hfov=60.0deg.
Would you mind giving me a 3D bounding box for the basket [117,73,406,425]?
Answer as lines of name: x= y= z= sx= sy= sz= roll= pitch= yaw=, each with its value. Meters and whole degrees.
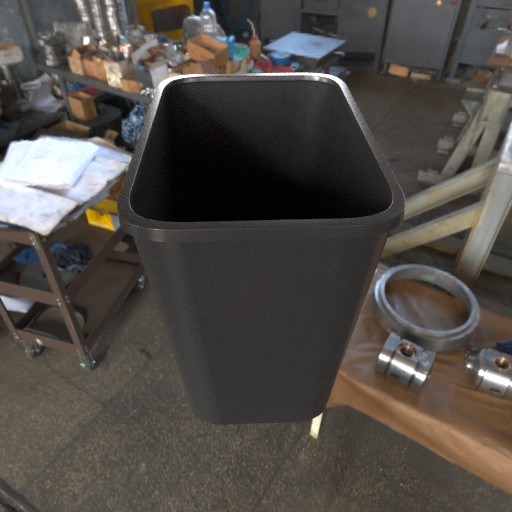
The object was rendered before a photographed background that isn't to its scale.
basket: x=0.000 y=0.000 z=0.506 sx=0.211 sy=0.307 sz=0.300 roll=-1 pitch=41 yaw=-2
